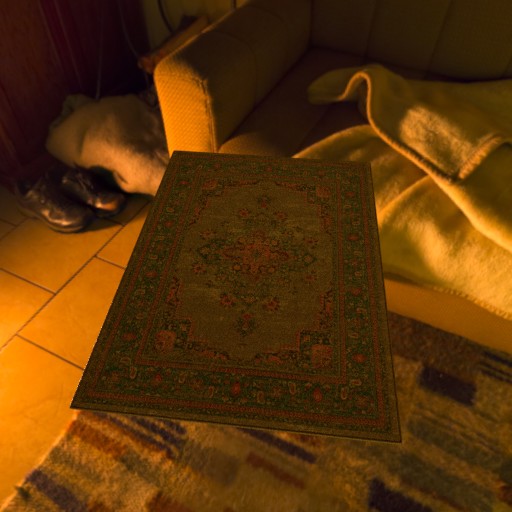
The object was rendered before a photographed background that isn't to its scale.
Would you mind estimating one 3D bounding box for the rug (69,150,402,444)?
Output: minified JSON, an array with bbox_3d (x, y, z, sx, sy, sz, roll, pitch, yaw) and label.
[{"bbox_3d":[0.000,0.000,2.857,1.609,0.013,2.214,5,48,4],"label":"rug"}]
